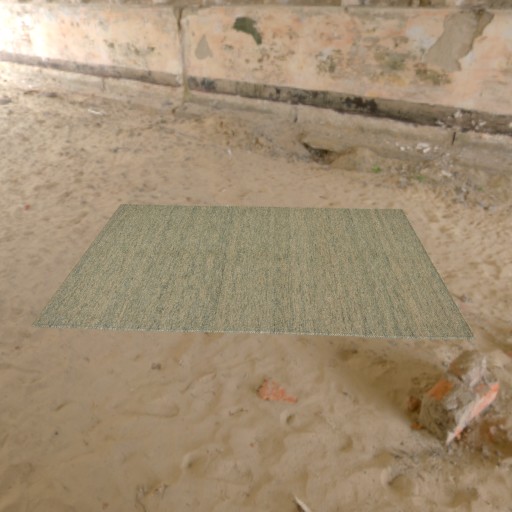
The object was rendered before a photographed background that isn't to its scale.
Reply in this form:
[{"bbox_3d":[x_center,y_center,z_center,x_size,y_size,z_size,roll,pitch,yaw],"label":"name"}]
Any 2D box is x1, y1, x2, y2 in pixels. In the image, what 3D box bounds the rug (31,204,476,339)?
[{"bbox_3d":[0.000,0.000,2.925,2.283,0.013,1.547,1,31,2],"label":"rug"}]
